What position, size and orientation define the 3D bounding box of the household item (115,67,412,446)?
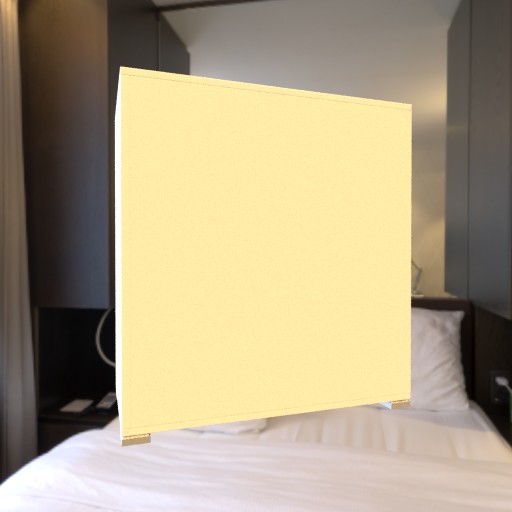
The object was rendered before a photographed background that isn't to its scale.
[{"bbox_3d":[0.000,0.000,1.344,0.800,0.870,0.420,0,1,-19],"label":"household item"}]
